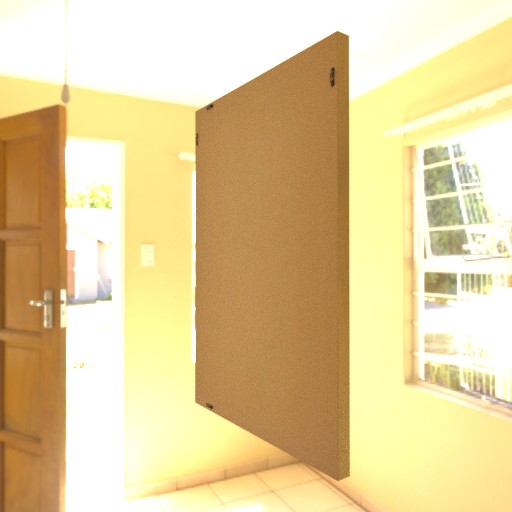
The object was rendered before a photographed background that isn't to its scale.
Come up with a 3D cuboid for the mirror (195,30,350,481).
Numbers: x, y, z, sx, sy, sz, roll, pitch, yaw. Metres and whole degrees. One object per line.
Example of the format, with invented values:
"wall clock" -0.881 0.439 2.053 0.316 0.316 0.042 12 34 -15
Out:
"mirror" 0.000 0.000 1.155 0.040 0.915 0.609 0 -1 -36
